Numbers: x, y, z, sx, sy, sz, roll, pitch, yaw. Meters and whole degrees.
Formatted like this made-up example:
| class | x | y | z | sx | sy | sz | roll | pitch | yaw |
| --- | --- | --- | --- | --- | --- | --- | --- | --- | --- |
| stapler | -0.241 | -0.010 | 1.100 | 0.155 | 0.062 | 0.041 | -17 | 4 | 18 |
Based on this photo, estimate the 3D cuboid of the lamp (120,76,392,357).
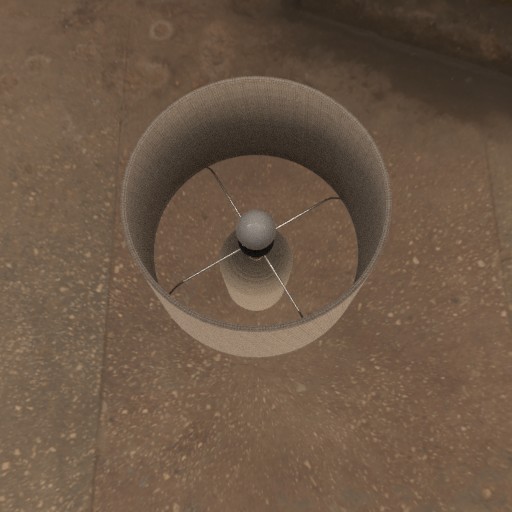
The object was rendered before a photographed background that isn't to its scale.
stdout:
| class | x | y | z | sx | sy | sz | roll | pitch | yaw |
| --- | --- | --- | --- | --- | --- | --- | --- | --- | --- |
| lamp | 0.000 | 0.000 | 0.817 | 0.367 | 0.609 | 0.367 | 0 | 76 | 0 |
